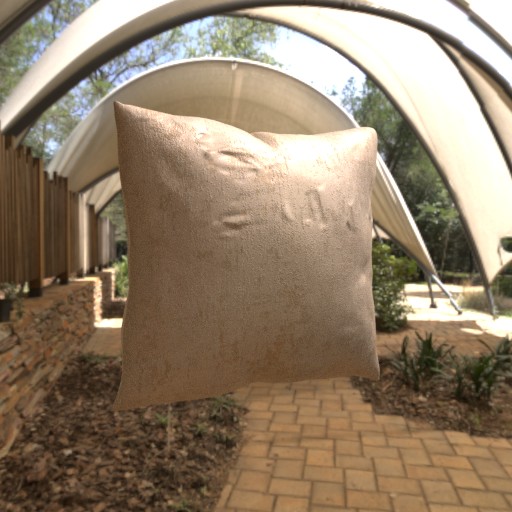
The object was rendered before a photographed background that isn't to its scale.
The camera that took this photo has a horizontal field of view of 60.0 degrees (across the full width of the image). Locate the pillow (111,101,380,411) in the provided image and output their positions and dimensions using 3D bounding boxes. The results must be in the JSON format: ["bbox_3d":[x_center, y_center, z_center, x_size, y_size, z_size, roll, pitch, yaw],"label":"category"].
[{"bbox_3d":[0.000,0.000,0.721,0.450,0.448,0.245,0,1,-18],"label":"pillow"}]
